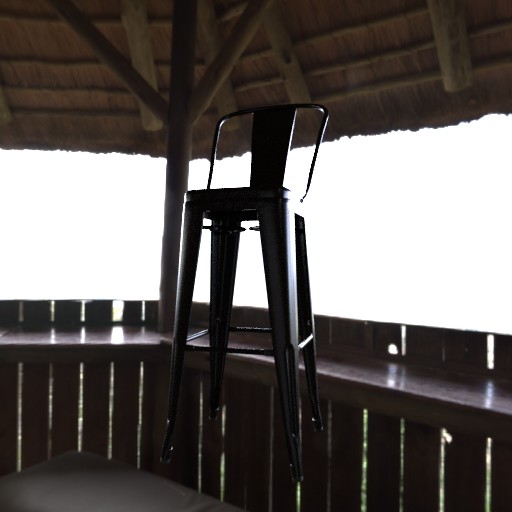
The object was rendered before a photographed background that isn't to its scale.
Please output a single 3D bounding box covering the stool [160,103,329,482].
[{"bbox_3d":[0.000,0.000,1.357,0.399,1.096,0.513,0,-1,17],"label":"stool"}]
